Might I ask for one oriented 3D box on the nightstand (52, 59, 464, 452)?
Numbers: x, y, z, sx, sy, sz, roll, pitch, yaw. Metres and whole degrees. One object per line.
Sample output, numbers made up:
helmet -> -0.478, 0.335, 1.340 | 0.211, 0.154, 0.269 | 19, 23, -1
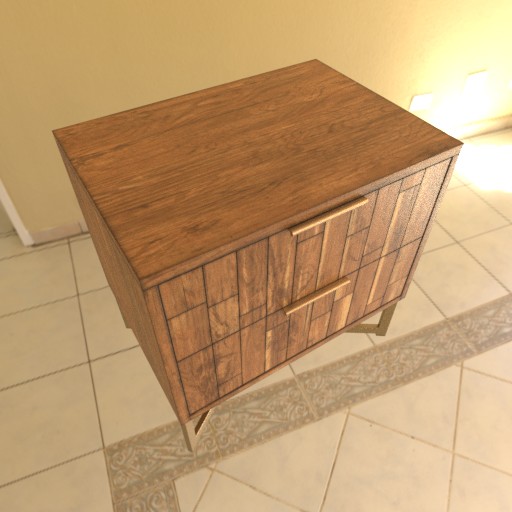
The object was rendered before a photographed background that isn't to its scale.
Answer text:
nightstand -> 0.000, 0.000, 1.016 | 0.610, 0.610, 0.446 | -24, 51, -22
